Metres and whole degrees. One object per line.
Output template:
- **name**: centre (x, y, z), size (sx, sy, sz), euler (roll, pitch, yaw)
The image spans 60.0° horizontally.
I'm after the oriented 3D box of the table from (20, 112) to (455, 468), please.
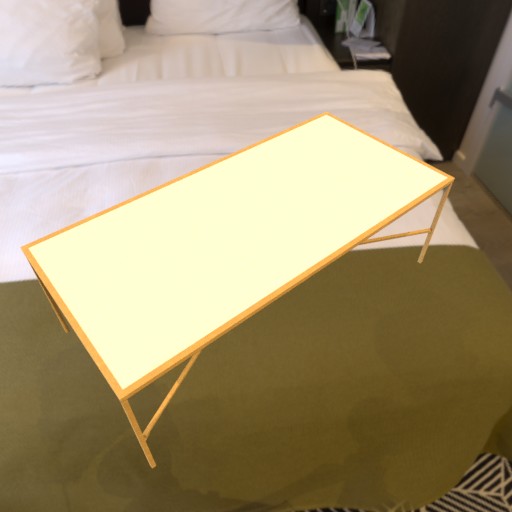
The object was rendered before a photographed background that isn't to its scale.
- **table**: centre (0.000, 0.000, 1.476), size (1.206, 0.398, 0.580), euler (-31, 53, -27)
